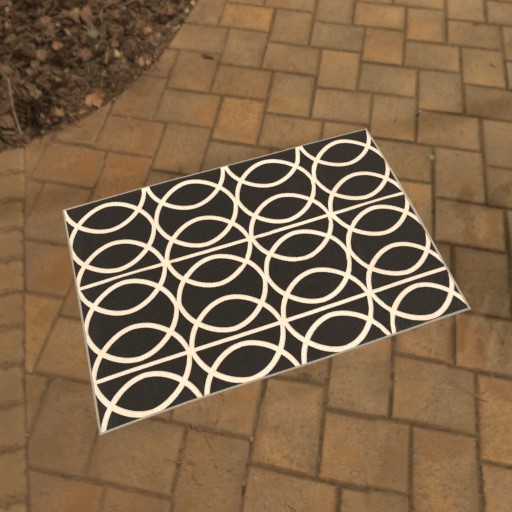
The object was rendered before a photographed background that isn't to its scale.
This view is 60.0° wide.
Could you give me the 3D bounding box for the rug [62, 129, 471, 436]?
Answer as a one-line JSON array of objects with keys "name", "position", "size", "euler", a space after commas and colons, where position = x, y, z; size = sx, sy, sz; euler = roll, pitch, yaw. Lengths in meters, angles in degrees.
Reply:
[{"name": "rug", "position": [0.000, 0.000, 2.876], "size": [2.294, 0.014, 1.528], "euler": [-17, 65, -8]}]
